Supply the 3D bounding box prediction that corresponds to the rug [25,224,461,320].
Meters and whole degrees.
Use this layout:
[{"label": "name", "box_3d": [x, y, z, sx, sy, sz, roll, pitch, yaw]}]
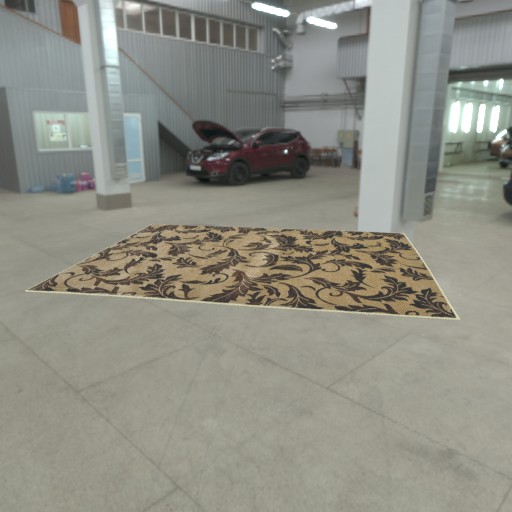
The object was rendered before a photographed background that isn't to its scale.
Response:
[{"label": "rug", "box_3d": [0.000, 0.000, 4.067, 2.977, 0.008, 2.380, 3, 16, 9]}]
